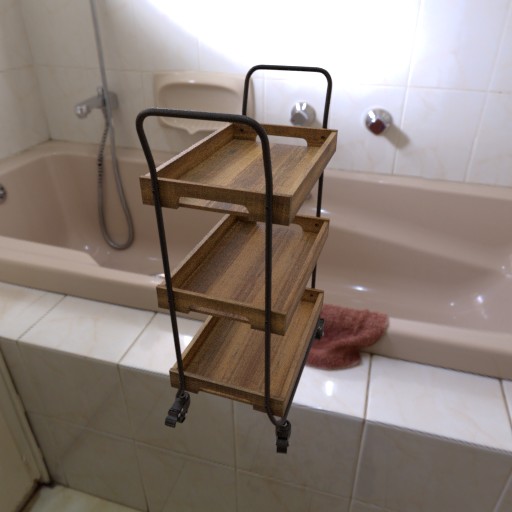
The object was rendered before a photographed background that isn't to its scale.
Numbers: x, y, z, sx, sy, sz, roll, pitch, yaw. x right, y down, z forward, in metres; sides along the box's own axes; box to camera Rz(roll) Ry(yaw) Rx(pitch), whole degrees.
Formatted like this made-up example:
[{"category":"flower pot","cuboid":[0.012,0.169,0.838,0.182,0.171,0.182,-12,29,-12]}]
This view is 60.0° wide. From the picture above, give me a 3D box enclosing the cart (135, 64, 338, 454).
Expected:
[{"category":"cart","cuboid":[0.000,0.000,1.164,0.339,0.857,0.583,10,32,16]}]
